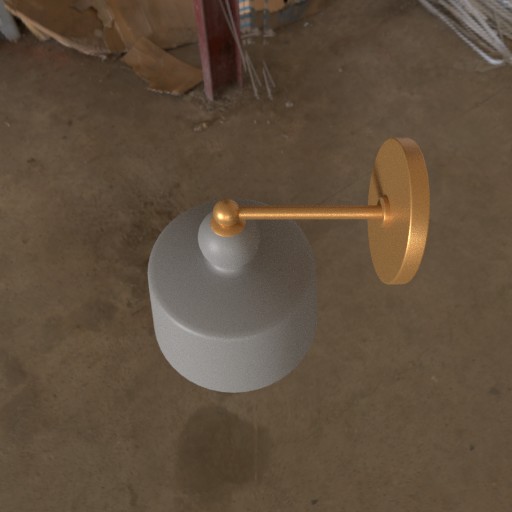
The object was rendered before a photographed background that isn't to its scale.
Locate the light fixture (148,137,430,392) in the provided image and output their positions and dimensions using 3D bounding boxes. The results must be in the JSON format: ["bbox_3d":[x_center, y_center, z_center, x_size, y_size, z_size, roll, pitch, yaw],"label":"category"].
[{"bbox_3d":[0.000,0.000,0.446,0.254,0.268,0.204,0,58,0],"label":"light fixture"}]
